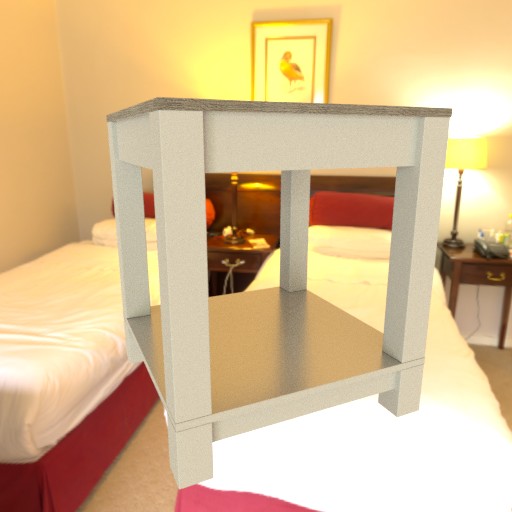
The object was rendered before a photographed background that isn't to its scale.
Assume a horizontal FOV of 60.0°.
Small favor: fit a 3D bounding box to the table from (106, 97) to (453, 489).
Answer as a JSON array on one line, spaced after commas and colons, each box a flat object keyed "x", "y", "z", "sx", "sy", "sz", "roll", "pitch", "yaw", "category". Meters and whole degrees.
[{"x": 0.000, "y": 0.000, "z": 0.949, "sx": 0.504, "sy": 0.587, "sz": 0.506, "roll": -7, "pitch": 16, "yaw": -24, "category": "table"}]
